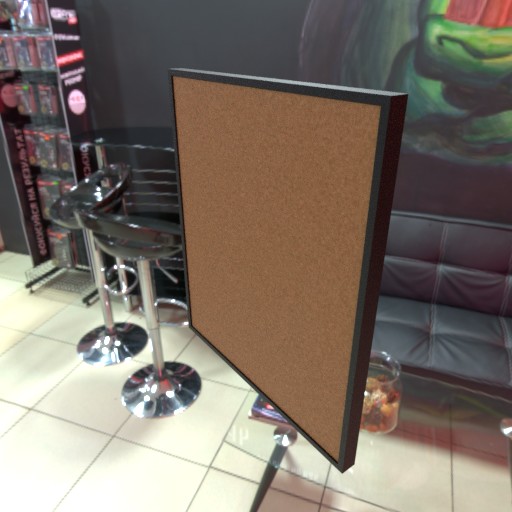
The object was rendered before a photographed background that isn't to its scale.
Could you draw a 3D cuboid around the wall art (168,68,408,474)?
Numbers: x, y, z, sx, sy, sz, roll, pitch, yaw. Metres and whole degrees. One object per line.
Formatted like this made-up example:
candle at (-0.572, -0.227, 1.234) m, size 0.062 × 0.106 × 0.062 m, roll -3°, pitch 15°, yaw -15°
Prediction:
wall art at (0.000, 0.000, 0.509) m, size 0.019 × 0.381 × 0.330 m, roll -19°, pitch 32°, yaw -33°
